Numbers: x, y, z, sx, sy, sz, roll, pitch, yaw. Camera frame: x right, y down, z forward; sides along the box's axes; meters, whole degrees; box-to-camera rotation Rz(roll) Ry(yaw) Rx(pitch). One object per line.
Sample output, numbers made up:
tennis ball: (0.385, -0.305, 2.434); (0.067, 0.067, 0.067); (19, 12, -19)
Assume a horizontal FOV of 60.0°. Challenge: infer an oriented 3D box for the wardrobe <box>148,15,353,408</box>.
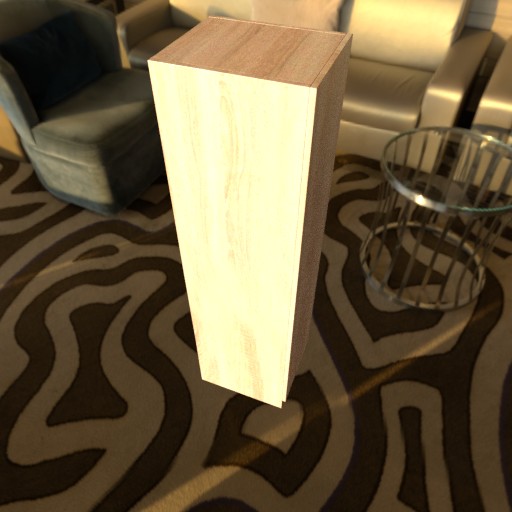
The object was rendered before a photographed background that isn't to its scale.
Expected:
wardrobe: (0.000, 0.000, 2.325); (0.588, 2.117, 0.496); (16, 47, 15)
